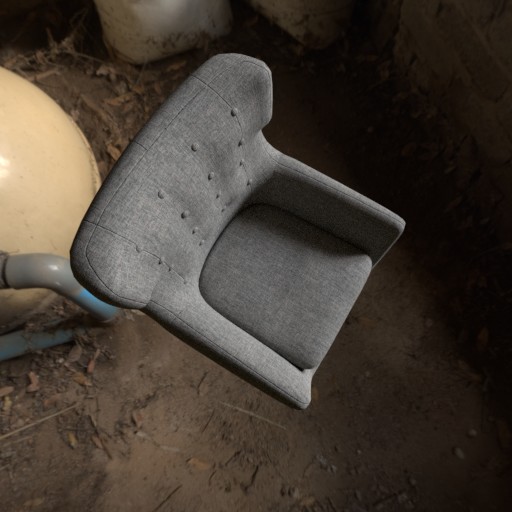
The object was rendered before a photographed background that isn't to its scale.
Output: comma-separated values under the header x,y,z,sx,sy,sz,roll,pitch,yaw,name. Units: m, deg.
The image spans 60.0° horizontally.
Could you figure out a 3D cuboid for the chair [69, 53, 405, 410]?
x,y,z,sx,sy,sz,roll,pitch,yaw,name
0.000,0.000,1.744,0.904,1.063,0.878,30,77,8,chair
